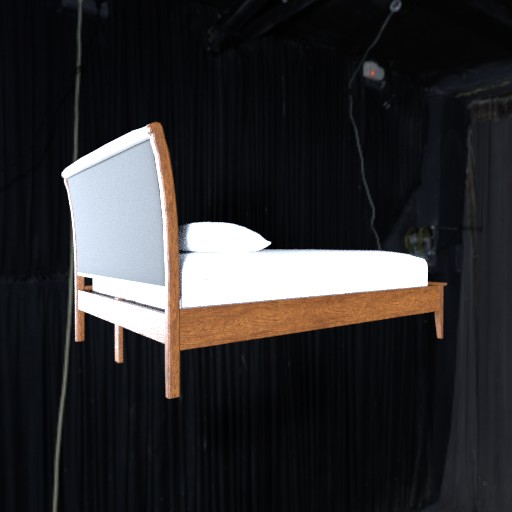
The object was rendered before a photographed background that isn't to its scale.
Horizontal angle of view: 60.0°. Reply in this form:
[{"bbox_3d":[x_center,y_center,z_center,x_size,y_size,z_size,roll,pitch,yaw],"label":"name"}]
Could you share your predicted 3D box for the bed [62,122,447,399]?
[{"bbox_3d":[0.000,0.000,3.264,2.380,1.250,1.612,-1,1,-37],"label":"bed"}]
